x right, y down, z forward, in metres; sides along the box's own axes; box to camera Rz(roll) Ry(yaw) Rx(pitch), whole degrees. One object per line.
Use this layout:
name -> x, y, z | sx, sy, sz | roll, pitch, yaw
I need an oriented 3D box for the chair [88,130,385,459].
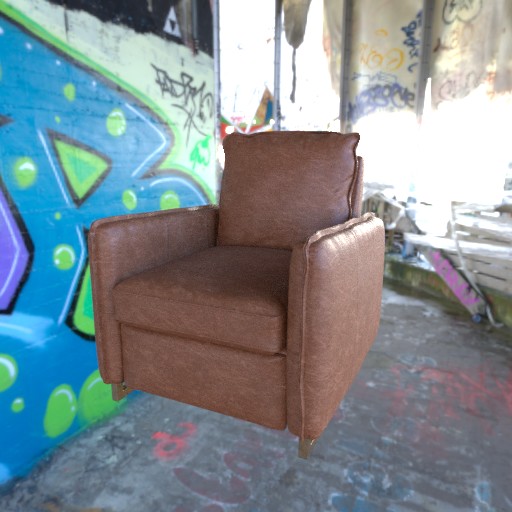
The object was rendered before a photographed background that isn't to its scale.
chair -> 0.000, 0.000, 1.635 | 0.830, 0.922, 0.922 | 6, 14, 25
